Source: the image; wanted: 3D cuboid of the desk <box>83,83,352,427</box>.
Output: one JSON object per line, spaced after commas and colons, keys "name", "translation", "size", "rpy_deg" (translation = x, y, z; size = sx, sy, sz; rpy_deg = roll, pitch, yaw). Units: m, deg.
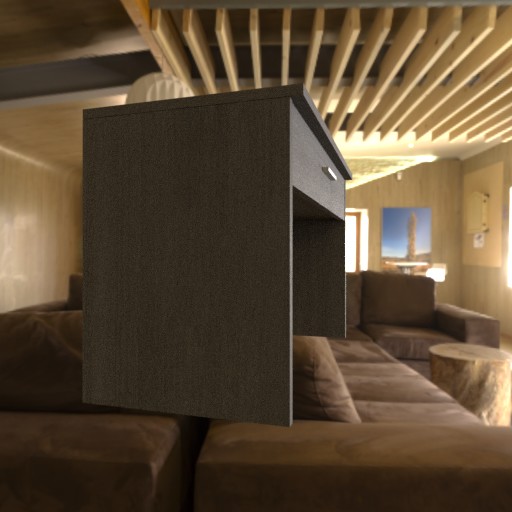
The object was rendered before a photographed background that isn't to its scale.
{"name": "desk", "translation": [0.000, 0.000, 1.542], "size": [0.557, 0.729, 1.099], "rpy_deg": [0, 0, 18]}
